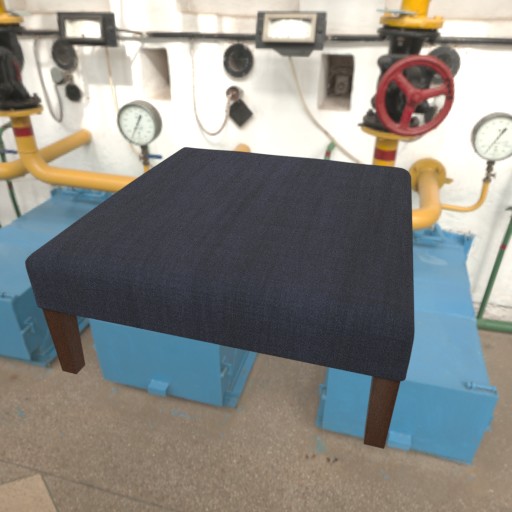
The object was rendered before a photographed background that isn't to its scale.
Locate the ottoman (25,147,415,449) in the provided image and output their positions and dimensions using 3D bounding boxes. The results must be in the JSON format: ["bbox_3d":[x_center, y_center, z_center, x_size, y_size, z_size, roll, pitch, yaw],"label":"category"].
[{"bbox_3d":[0.000,0.000,1.377,0.889,0.411,0.890,9,32,14],"label":"ottoman"}]
